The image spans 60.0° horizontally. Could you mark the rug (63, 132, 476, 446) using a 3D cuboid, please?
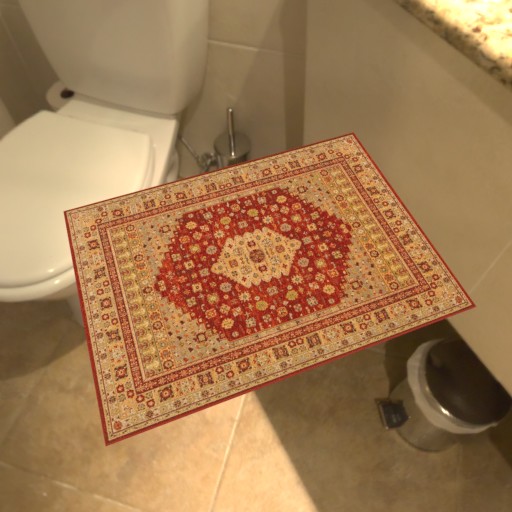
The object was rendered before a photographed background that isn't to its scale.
[{"bbox_3d":[0.000,0.000,2.836,2.211,0.013,1.593,-18,59,-11],"label":"rug"}]
